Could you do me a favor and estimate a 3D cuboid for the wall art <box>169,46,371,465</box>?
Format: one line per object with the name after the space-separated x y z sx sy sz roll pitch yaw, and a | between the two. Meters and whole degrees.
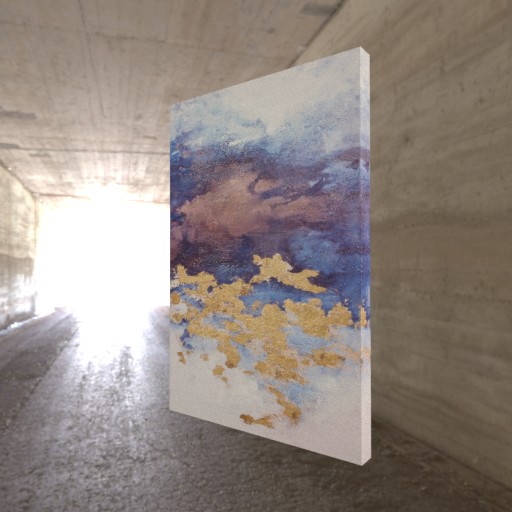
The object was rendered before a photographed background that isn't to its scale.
0.000 0.000 1.116 0.583 0.874 0.048 -1 -1 37 | wall art
